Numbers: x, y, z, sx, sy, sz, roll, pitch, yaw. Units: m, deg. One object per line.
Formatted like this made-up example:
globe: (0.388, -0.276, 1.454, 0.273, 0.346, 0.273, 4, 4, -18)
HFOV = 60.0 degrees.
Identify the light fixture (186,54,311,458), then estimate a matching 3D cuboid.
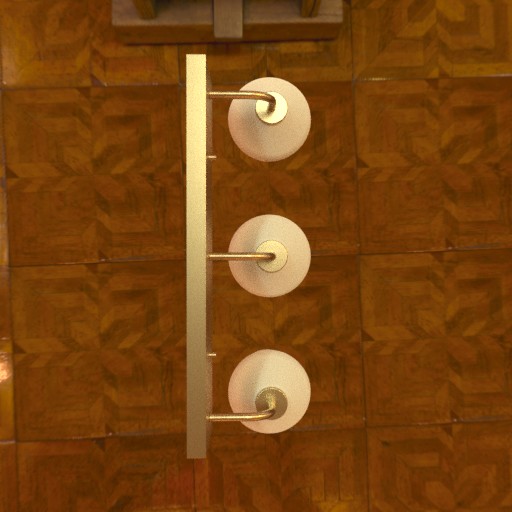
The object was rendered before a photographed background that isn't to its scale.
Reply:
light fixture: (0.000, 0.000, 0.727, 0.190, 0.280, 0.609, 0, 90, -1)
